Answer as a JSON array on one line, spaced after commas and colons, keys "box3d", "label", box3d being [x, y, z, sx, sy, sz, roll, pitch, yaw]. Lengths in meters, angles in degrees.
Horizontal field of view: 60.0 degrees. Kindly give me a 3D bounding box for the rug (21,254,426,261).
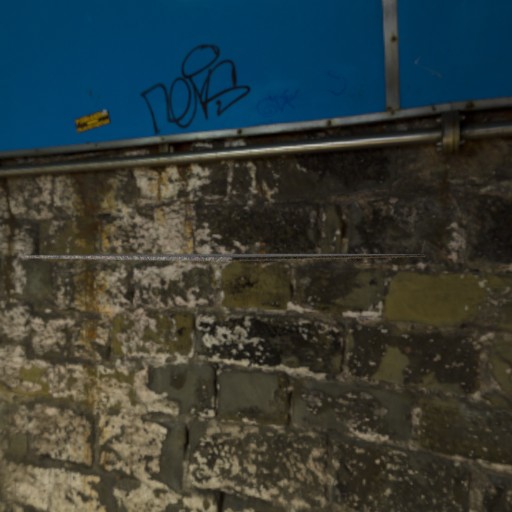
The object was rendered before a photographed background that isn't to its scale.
[{"box3d": [0.000, 0.000, 2.202, 1.158, 0.013, 1.752, 0, 1, 37], "label": "rug"}]
